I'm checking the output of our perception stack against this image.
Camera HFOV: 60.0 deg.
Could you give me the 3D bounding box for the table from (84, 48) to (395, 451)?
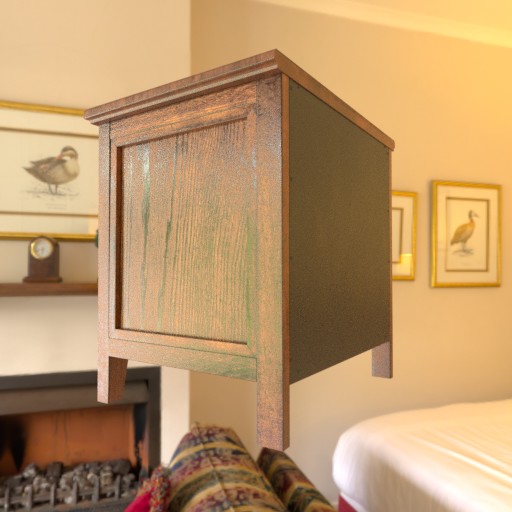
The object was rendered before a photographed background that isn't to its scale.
[{"bbox_3d":[0.000,0.000,1.013,0.461,0.597,0.586,-1,-2,34],"label":"table"}]
